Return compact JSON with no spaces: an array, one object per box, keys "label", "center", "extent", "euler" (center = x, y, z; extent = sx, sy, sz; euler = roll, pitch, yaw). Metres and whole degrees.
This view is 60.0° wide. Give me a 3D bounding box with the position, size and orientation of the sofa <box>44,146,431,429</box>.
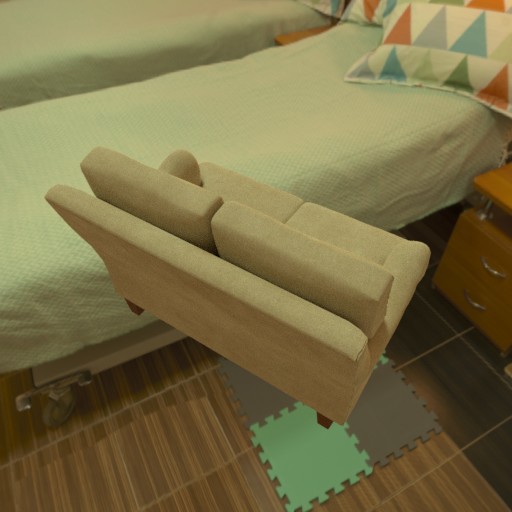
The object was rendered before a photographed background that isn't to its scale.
[{"label":"sofa","center":[0.000,0.000,2.219],"extent":[1.498,1.087,1.086],"euler":[25,52,22]}]
